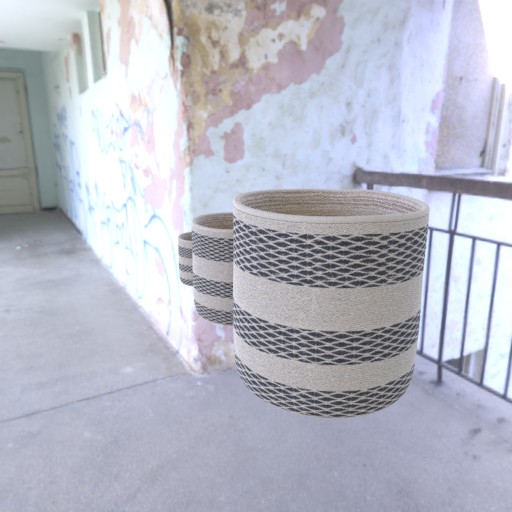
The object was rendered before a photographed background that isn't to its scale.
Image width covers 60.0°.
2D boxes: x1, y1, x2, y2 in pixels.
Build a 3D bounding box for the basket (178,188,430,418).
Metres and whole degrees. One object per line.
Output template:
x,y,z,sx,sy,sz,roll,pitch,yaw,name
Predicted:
0.000,0.000,1.093,0.351,0.356,0.917,-8,17,-26,basket
